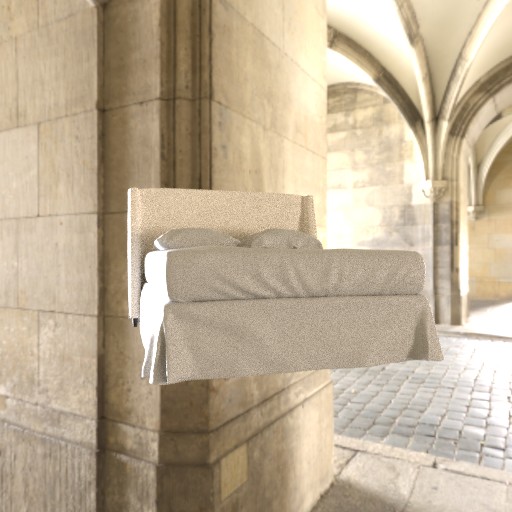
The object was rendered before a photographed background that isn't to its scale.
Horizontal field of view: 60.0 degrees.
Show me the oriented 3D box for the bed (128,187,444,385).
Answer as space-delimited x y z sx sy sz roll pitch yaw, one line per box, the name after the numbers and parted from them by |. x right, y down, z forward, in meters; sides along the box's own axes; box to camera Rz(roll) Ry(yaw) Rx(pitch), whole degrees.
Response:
0.000 0.000 3.528 1.925 1.332 2.276 0 0 -17 | bed
